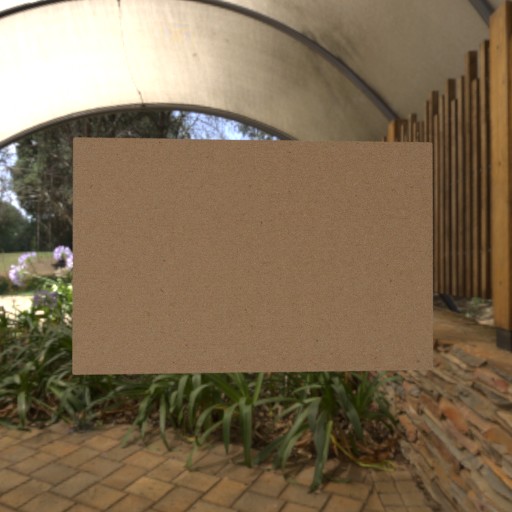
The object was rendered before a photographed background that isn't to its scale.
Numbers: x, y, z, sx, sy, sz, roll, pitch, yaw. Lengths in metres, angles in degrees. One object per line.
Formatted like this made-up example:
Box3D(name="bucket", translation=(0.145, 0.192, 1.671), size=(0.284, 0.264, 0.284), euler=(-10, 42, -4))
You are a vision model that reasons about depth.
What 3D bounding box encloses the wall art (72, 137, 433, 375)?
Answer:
Box3D(name="wall art", translation=(0.000, 0.000, 0.780), size=(0.618, 0.398, 0.042), euler=(0, 0, -3))
